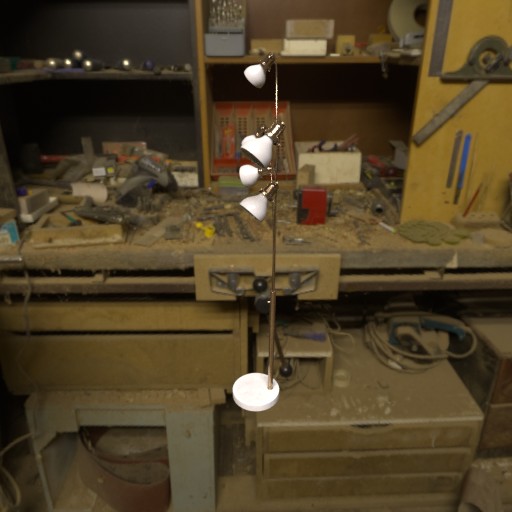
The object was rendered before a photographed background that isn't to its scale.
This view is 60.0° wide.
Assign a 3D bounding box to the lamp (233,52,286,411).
[{"bbox_3d":[0.000,0.000,2.914,0.361,2.423,1.405,0,26,0],"label":"lamp"}]
